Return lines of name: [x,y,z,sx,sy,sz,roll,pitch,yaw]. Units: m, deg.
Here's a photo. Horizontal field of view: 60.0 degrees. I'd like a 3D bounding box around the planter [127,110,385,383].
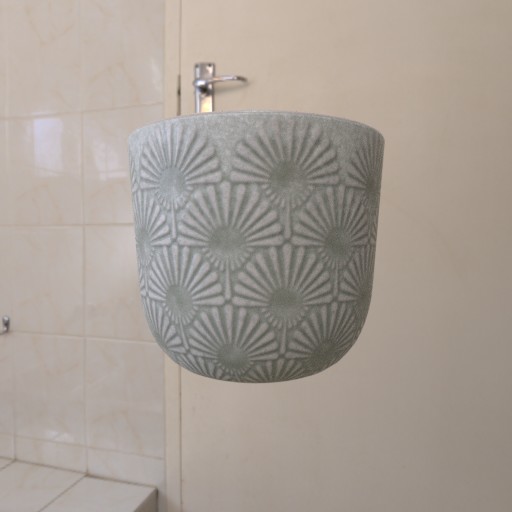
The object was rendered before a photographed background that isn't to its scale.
planter: [0.000,0.000,0.306,0.170,0.152,0.170,0,2,0]
